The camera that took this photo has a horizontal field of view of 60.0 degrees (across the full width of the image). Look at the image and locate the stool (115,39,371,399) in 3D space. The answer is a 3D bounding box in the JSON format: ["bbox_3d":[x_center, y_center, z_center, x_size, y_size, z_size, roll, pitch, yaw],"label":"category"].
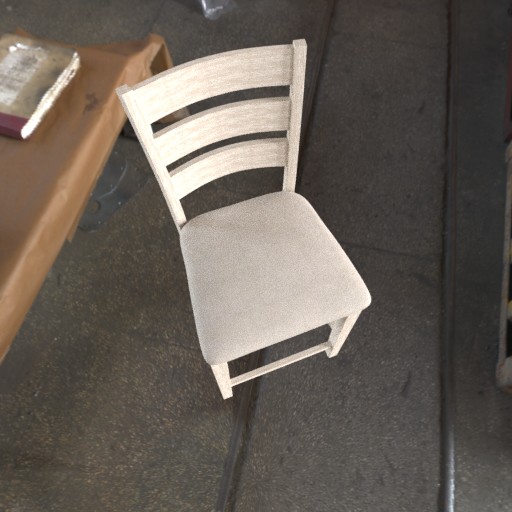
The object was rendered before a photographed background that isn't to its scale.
[{"bbox_3d":[0.000,0.000,1.342,0.484,1.032,0.569,-19,65,-9],"label":"stool"}]
